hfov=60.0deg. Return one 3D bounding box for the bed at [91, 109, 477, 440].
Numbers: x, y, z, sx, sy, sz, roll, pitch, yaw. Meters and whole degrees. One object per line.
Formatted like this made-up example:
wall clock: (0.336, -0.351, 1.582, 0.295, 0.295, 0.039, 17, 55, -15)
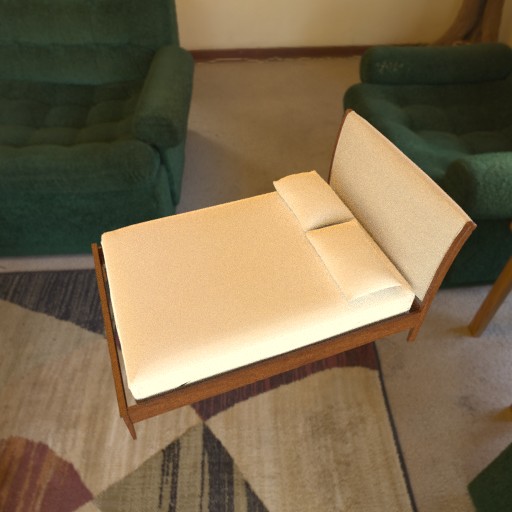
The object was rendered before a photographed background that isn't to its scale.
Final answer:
bed: (0.000, 0.000, 3.380, 2.380, 1.250, 1.612, -15, 48, -14)
